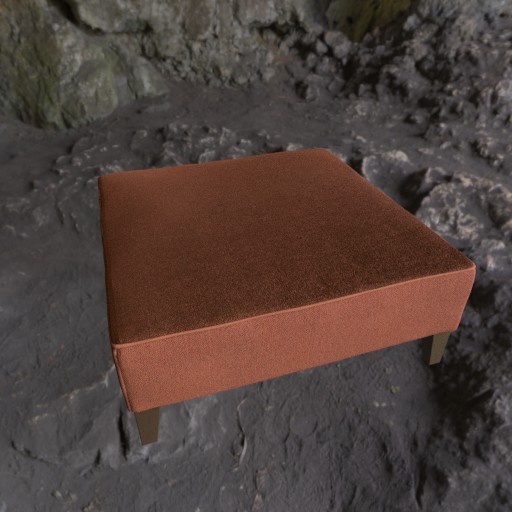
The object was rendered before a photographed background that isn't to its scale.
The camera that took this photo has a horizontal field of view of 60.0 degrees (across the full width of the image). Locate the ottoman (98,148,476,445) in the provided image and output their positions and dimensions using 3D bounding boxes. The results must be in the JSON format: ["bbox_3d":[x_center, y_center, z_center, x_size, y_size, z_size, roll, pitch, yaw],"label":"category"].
[{"bbox_3d":[0.000,0.000,1.563,0.997,0.438,0.999,-10,35,-15],"label":"ottoman"}]
